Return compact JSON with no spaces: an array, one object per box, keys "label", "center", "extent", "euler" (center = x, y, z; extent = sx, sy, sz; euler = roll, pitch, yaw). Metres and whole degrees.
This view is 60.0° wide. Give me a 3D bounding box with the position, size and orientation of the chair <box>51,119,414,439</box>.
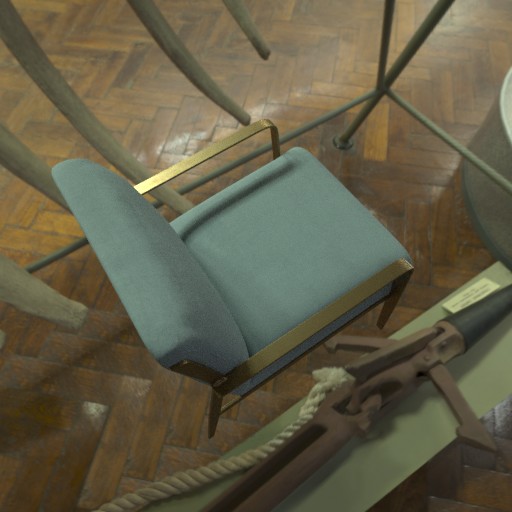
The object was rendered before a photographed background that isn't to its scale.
[{"label":"chair","center":[0.000,0.000,1.418],"extent":[0.842,0.824,0.701],"euler":[-30,63,-17]}]
